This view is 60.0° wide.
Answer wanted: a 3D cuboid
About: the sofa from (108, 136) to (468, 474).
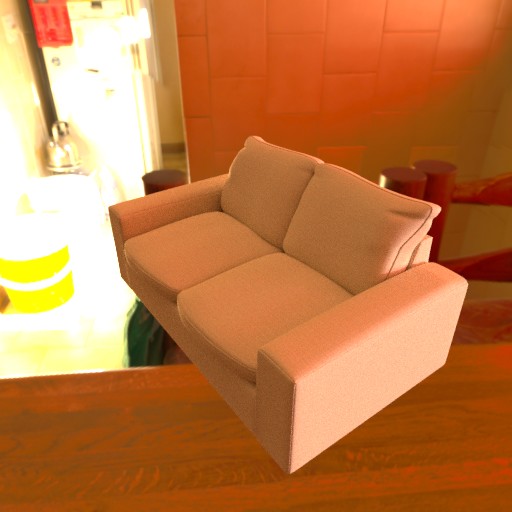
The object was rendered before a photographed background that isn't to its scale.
[{"bbox_3d":[0.000,0.000,2.363,1.091,0.875,1.754,-20,36,-30],"label":"sofa"}]
